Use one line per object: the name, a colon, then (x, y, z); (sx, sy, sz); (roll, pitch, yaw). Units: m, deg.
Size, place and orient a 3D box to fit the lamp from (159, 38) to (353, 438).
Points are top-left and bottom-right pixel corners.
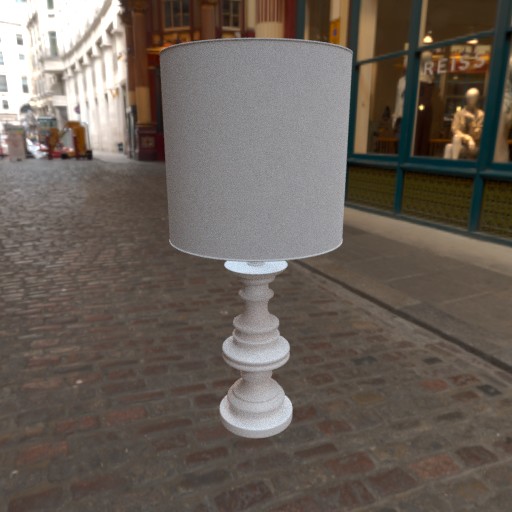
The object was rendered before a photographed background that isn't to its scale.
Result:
lamp: (0.000, 0.000, 0.549); (0.208, 0.455, 0.208); (-7, 18, -24)
